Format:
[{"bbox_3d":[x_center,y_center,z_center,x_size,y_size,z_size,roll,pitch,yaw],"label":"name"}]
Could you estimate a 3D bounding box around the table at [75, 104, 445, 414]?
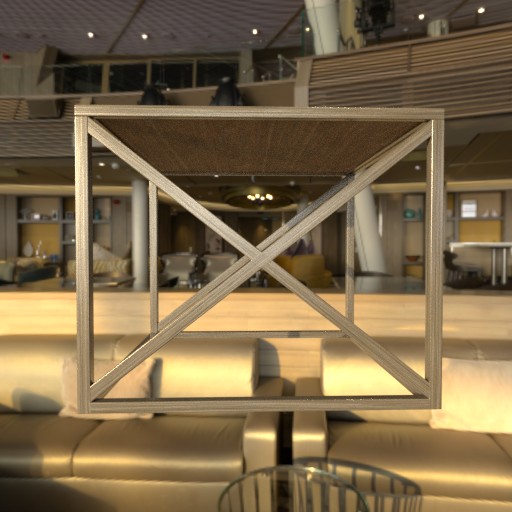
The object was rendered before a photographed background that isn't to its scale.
[{"bbox_3d":[0.000,0.000,1.040,0.611,0.507,0.609,0,1,-2],"label":"table"}]
